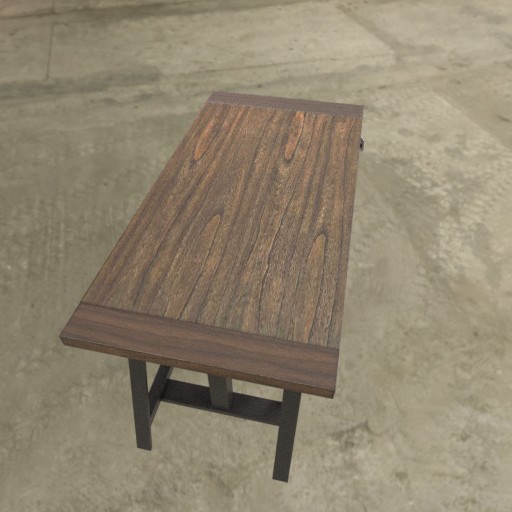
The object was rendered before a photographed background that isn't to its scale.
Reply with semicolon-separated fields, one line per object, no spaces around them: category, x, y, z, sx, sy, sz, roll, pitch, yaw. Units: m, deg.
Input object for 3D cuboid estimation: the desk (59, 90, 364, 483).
desk;0.000;0.000;1.944;0.784;0.725;1.543;9;46;9
